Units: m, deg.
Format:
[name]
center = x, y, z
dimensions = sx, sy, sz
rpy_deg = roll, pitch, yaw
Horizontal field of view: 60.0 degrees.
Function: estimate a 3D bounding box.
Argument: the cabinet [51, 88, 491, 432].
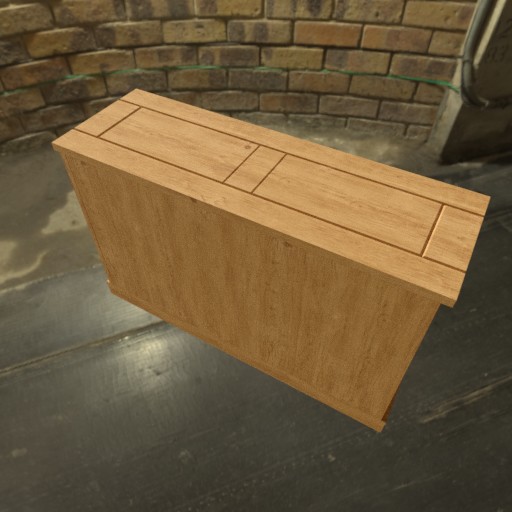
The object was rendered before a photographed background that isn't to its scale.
[cabinet]
center = 0.000, 0.000, 1.678
dimensions = 1.321, 0.810, 0.432
rpy_deg = 23, 51, 20
